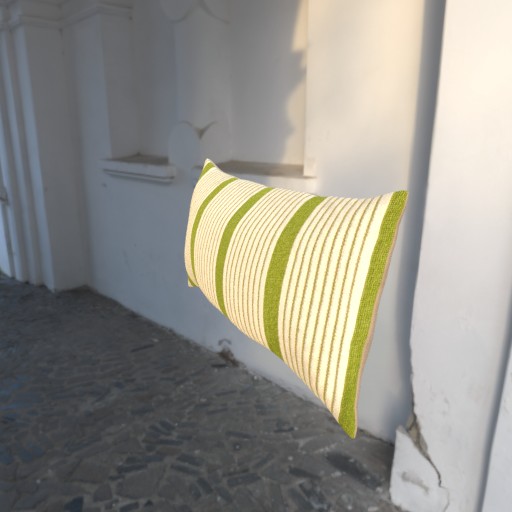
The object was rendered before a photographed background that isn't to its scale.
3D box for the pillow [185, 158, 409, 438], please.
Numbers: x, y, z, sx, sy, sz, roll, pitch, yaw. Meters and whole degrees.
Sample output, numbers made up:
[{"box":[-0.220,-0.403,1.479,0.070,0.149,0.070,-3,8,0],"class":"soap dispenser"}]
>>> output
[{"box":[0.000,0.000,0.751,0.156,0.292,0.608,-8,17,-25],"class":"pillow"}]
